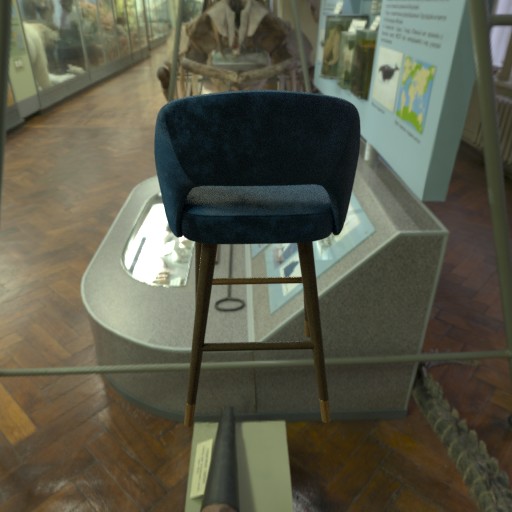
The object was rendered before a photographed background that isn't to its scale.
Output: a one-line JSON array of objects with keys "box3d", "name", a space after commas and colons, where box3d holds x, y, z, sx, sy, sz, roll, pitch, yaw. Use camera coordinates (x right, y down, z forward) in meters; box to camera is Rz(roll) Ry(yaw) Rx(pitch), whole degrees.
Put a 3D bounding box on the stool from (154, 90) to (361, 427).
[{"box3d": [0.000, 0.000, 1.334, 0.514, 1.016, 0.515, -1, 29, -2], "name": "stool"}]
